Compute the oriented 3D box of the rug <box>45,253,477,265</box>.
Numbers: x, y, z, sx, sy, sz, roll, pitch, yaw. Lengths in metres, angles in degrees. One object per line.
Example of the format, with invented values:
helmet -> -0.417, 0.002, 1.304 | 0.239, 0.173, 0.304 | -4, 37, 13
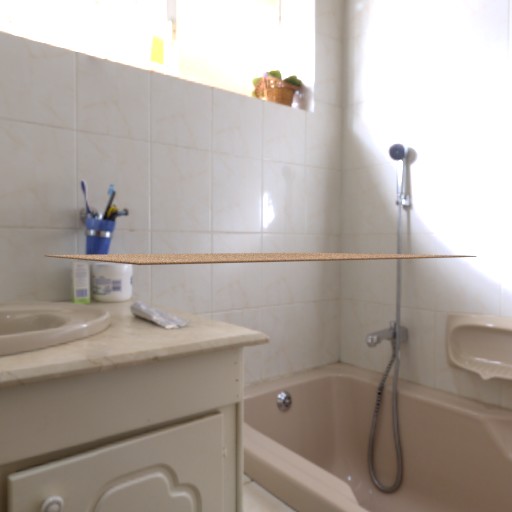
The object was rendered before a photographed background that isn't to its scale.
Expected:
rug -> 0.000, 0.000, 3.943 | 3.048, 0.013, 2.439 | -1, 1, -35
